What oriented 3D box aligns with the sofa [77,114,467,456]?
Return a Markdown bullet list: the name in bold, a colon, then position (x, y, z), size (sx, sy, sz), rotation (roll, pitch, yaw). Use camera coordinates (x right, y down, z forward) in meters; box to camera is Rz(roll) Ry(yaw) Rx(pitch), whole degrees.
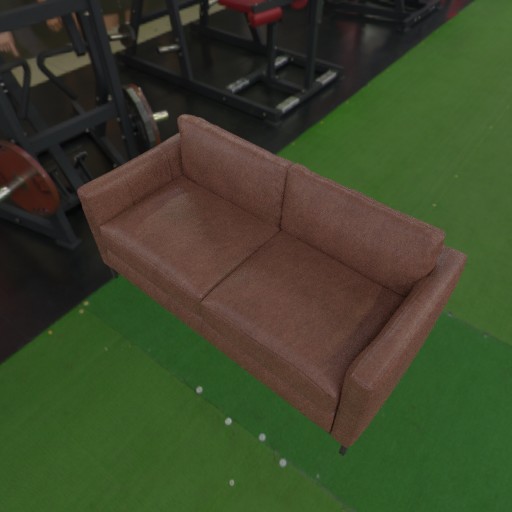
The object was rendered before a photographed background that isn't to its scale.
- **sofa**: position (0.000, 0.000, 2.308), size (1.797, 0.883, 0.899), rotation (31, 54, 26)
